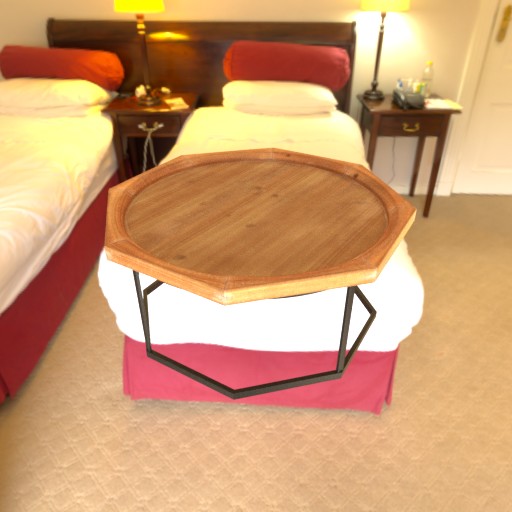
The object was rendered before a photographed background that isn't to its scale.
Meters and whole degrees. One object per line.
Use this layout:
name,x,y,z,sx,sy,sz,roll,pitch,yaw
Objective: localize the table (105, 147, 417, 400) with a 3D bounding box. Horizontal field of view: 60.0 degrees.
table,0.000,0.000,1.546,1.002,0.444,1.002,0,32,0
